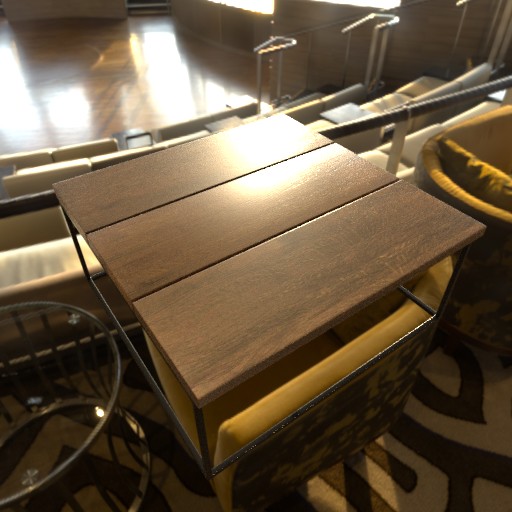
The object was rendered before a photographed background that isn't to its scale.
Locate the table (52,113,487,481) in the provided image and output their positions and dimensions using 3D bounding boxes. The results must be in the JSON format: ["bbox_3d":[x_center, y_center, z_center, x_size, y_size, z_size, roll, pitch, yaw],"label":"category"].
[{"bbox_3d":[0.000,0.000,1.415,0.900,0.400,0.900,-25,47,-26],"label":"table"}]
